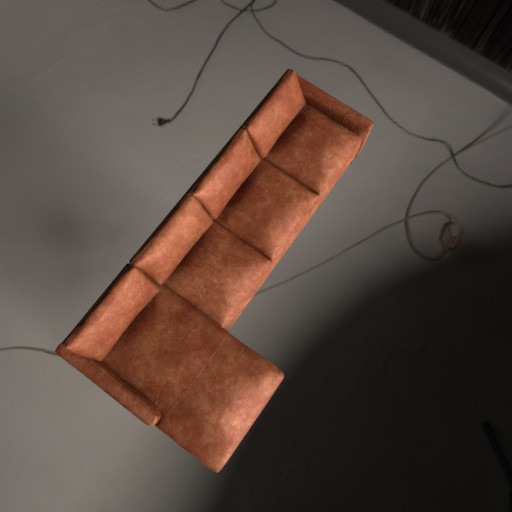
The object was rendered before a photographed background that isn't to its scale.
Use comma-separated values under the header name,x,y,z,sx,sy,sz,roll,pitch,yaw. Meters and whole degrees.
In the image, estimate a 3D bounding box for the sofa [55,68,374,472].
name,x,y,z,sx,sy,sz,roll,pitch,yaw
sofa,0.000,0.000,3.626,1.471,0.859,2.993,35,77,9
